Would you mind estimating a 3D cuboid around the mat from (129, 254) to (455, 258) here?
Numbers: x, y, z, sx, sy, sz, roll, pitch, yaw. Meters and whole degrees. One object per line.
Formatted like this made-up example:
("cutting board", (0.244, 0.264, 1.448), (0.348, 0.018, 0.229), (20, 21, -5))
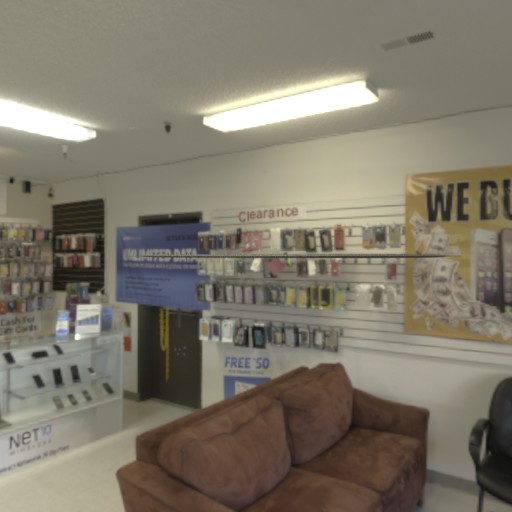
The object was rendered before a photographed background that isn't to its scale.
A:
("mat", (0.000, 0.000, 1.890), (1.524, 0.013, 0.913), (0, 0, 37))
